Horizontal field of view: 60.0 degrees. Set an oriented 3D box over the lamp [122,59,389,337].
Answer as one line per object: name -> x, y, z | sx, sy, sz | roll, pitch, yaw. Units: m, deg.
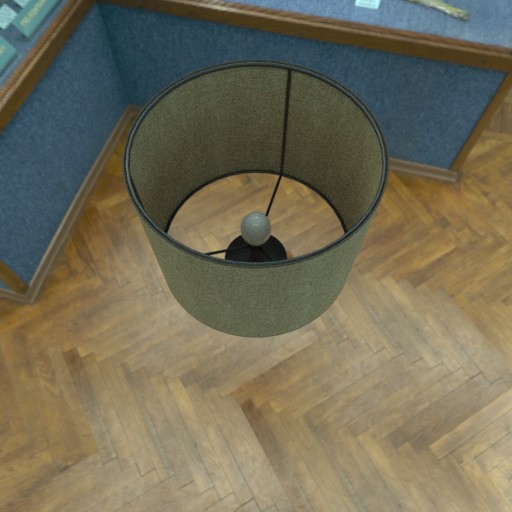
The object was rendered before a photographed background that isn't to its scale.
lamp -> 0.000, 0.000, 0.492 | 0.202, 0.350, 0.202 | 0, 62, 0
